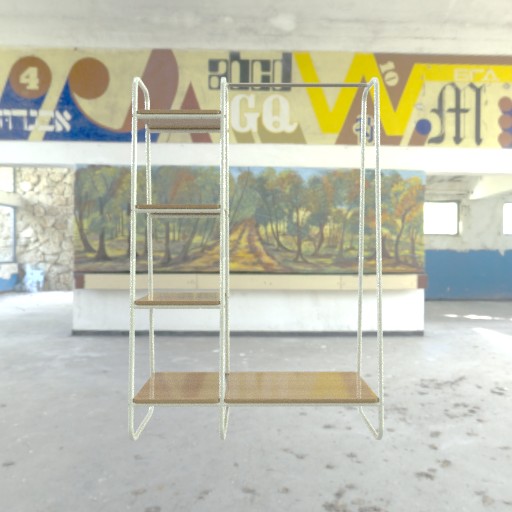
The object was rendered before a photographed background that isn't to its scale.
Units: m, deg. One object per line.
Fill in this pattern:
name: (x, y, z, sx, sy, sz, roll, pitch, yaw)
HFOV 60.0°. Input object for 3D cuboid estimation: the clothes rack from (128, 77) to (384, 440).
clothes rack: (0.000, 0.000, 1.929, 1.011, 1.500, 0.400, 0, 1, 0)
